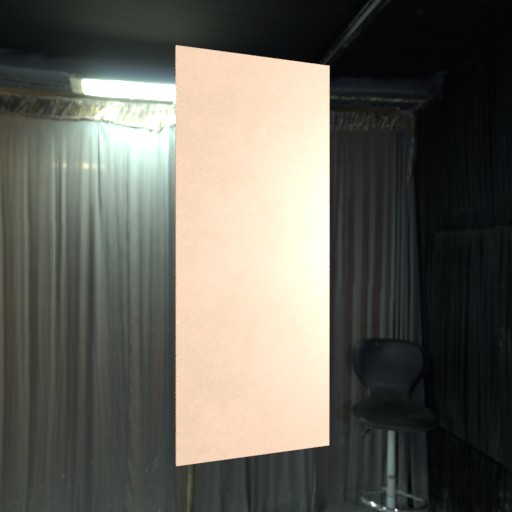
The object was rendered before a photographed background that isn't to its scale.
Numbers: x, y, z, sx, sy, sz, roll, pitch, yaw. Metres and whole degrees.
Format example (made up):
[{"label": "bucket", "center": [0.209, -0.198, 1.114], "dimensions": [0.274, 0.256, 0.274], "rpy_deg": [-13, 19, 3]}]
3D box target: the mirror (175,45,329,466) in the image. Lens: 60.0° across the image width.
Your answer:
[{"label": "mirror", "center": [0.000, 0.000, 2.268], "dimensions": [0.812, 2.031, 0.026], "rpy_deg": [0, 0, -17]}]
